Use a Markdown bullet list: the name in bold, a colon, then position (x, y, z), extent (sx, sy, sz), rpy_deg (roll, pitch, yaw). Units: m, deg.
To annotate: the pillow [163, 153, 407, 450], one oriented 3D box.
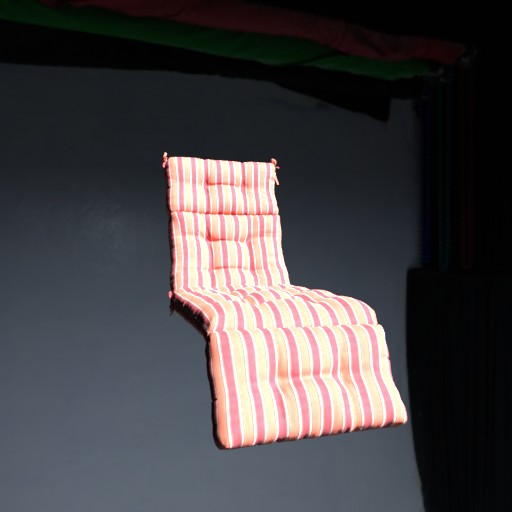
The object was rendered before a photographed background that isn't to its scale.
- **pillow**: position (0.000, 0.000, 1.488), extent (0.526, 0.863, 1.016), rpy_deg (0, 0, -18)
